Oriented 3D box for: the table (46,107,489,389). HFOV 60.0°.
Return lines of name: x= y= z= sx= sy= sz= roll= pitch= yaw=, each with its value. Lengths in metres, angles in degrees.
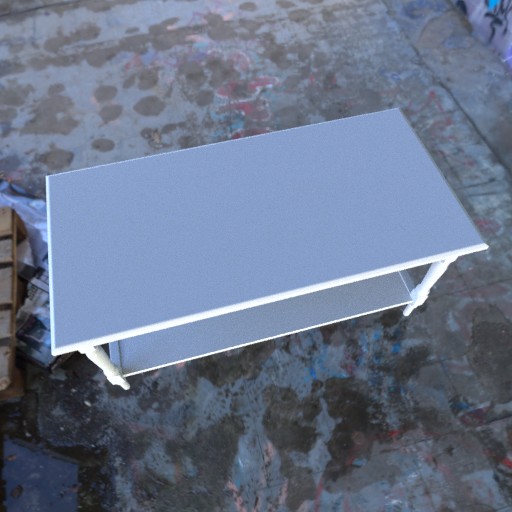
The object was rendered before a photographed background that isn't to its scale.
table: x=0.000 y=0.000 z=1.428 sx=1.109 sy=0.506 sz=0.551 roll=-13 pitch=60 yaw=-8
